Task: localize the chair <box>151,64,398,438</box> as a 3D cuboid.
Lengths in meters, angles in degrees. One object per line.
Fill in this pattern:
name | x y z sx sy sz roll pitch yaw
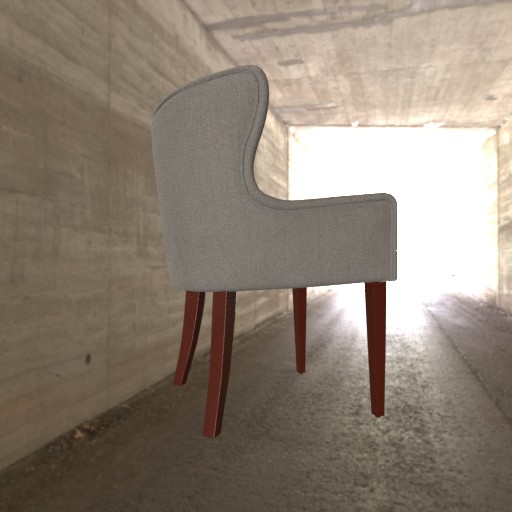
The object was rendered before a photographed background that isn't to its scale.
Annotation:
chair | 0.000 0.000 1.469 0.677 0.948 0.732 0 -1 -19
